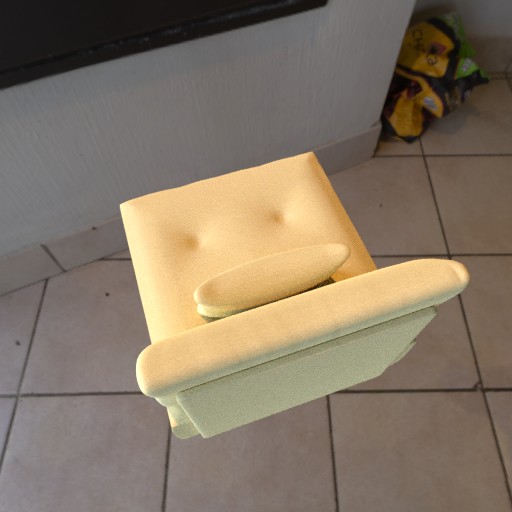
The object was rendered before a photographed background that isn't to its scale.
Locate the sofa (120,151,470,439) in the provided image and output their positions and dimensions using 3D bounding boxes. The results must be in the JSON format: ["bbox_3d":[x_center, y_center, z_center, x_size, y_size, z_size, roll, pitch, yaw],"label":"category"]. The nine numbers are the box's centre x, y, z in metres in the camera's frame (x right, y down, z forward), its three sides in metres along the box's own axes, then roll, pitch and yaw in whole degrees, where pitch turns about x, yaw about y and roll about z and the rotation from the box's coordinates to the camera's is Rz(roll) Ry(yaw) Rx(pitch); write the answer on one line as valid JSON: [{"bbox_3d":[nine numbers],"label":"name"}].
[{"bbox_3d":[0.000,0.000,1.670,0.930,0.820,1.000,-17,61,-9],"label":"sofa"}]
